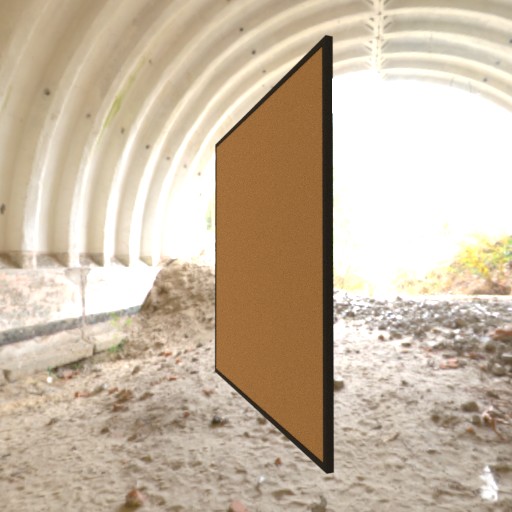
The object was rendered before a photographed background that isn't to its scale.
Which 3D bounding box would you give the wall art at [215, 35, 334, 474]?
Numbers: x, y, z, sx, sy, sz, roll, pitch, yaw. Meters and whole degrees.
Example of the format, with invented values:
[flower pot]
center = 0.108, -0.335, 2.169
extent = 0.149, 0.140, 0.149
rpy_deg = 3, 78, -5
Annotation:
[wall art]
center = 0.000, 0.000, 0.984
extent = 0.015, 0.663, 0.664
rpy_deg = 0, -1, -20
